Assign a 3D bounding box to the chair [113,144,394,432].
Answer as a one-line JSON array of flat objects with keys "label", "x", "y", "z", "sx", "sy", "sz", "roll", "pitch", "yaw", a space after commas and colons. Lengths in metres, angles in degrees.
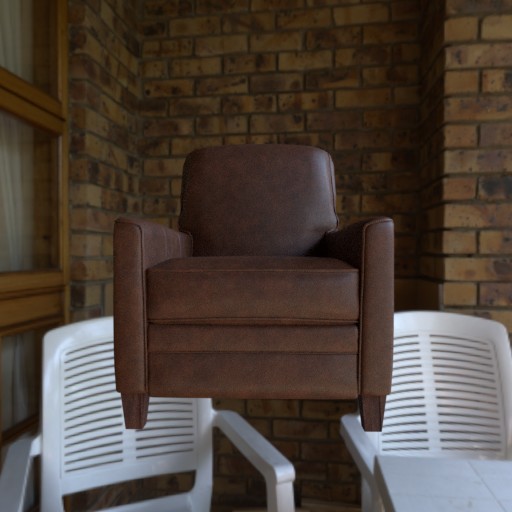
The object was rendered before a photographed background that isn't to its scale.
[{"label": "chair", "x": 0.000, "y": 0.000, "z": 1.644, "sx": 0.839, "sy": 1.010, "sz": 0.850, "roll": 0, "pitch": 1, "yaw": 2}]
